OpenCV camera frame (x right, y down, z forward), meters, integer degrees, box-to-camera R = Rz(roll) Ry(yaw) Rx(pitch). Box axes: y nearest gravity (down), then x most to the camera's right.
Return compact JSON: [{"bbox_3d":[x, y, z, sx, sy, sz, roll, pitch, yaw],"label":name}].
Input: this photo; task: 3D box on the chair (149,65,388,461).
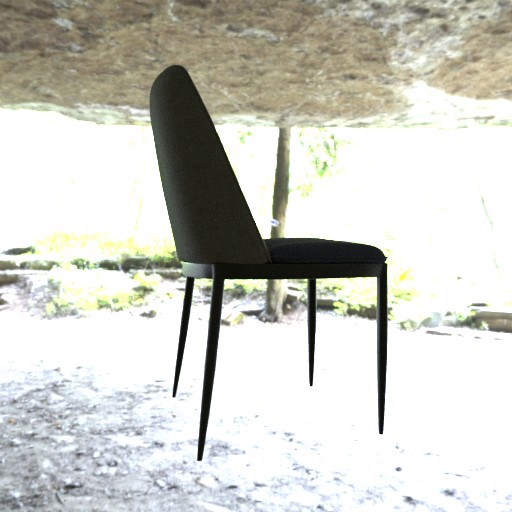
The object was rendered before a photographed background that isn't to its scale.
[{"bbox_3d":[0.000,0.000,1.181,0.550,0.855,0.488,0,0,-17],"label":"chair"}]
